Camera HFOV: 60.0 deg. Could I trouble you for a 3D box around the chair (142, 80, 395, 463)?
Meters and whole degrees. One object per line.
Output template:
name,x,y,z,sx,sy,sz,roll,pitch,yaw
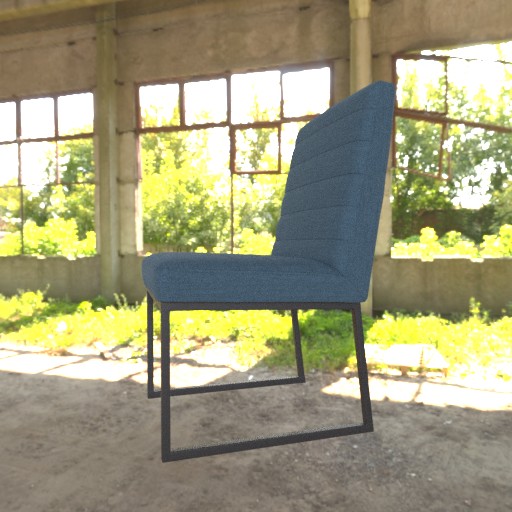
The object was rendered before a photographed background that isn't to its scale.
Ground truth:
chair,0.000,0.000,1.310,0.634,0.930,0.520,0,2,-18
